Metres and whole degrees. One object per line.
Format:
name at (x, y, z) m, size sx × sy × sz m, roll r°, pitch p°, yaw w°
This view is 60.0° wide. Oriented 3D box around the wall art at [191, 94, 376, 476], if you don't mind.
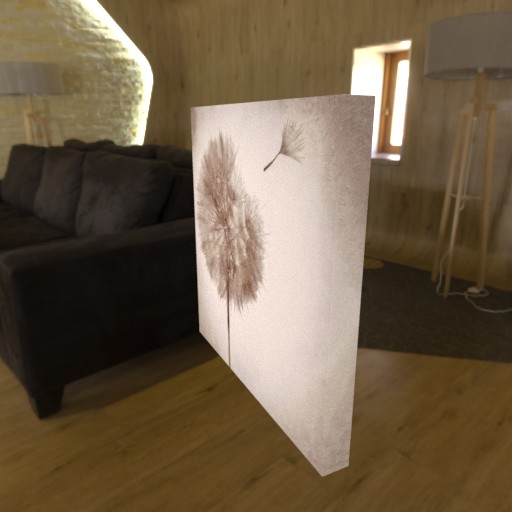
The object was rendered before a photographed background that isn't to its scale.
wall art at (0.000, 0.000, 0.465) m, size 0.028 × 0.303 × 0.303 m, roll -8°, pitch 19°, yaw -25°
